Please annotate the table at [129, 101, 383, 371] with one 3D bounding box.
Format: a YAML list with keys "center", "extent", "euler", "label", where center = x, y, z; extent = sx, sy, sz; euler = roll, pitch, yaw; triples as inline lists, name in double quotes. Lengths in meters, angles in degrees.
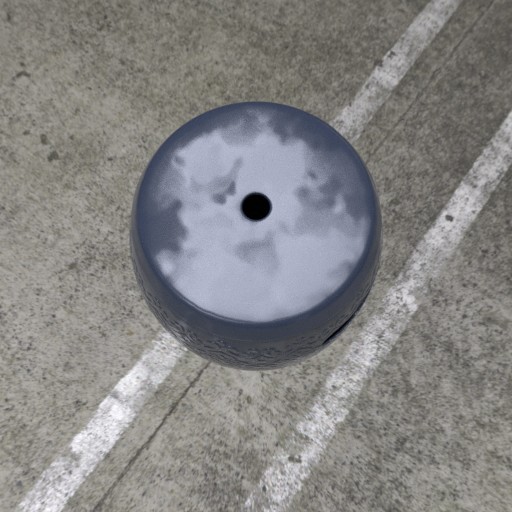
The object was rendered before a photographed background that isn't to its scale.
- center: [0.000, 0.000, 0.616]
  extent: [0.309, 0.397, 0.309]
  euler: [0, 76, 0]
  label: "table"
